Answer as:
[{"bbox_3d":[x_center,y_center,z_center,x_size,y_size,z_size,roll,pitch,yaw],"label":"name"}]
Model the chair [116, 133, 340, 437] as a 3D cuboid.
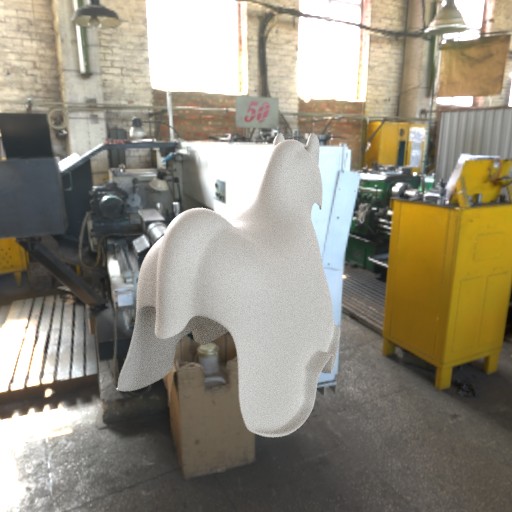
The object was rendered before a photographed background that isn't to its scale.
[{"bbox_3d":[0.000,0.000,1.135,0.429,0.612,0.800,7,16,25],"label":"chair"}]
